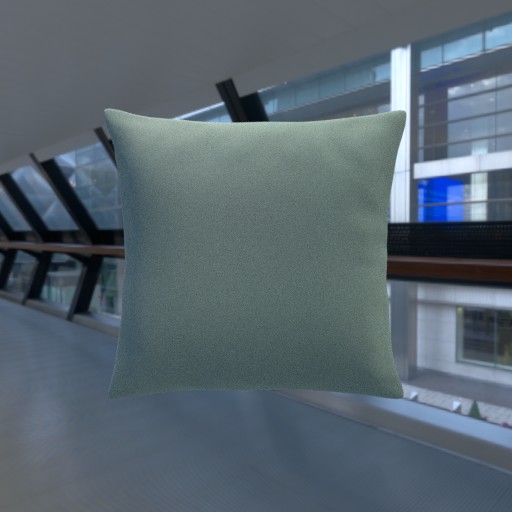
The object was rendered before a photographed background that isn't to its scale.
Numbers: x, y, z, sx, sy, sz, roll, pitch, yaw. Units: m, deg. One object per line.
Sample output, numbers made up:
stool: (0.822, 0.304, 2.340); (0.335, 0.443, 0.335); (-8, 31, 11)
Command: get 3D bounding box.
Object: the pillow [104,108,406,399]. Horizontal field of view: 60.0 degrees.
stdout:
pillow: (0.000, 0.000, 0.778); (0.525, 0.508, 0.166); (0, 1, 0)
